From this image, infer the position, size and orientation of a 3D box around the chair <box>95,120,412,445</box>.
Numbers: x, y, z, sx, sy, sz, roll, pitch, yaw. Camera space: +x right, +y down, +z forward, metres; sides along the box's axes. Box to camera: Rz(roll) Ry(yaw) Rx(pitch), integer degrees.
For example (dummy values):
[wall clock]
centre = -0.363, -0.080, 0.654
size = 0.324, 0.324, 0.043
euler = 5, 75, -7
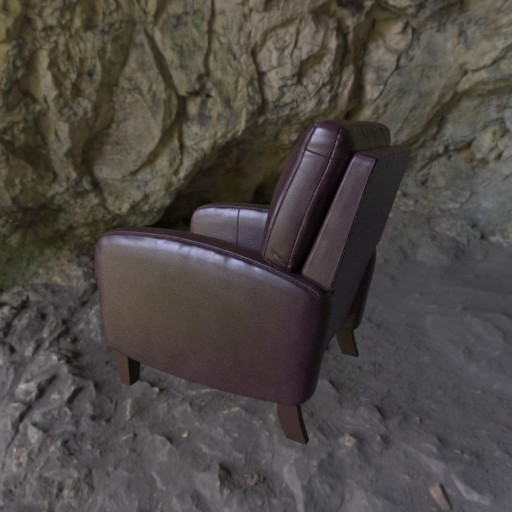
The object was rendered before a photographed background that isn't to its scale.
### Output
[chair]
centre = 0.000, 0.000, 1.701
size = 0.990, 0.990, 0.762
euler = 8, 18, 26
